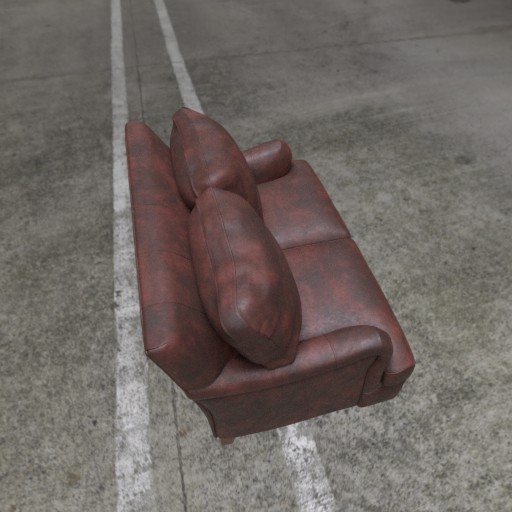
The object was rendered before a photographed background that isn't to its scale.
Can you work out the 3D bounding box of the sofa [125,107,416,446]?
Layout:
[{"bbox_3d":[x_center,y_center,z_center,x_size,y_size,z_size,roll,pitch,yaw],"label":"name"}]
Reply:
[{"bbox_3d":[0.000,0.000,2.389,1.148,1.070,1.628,-10,48,-9],"label":"sofa"}]
